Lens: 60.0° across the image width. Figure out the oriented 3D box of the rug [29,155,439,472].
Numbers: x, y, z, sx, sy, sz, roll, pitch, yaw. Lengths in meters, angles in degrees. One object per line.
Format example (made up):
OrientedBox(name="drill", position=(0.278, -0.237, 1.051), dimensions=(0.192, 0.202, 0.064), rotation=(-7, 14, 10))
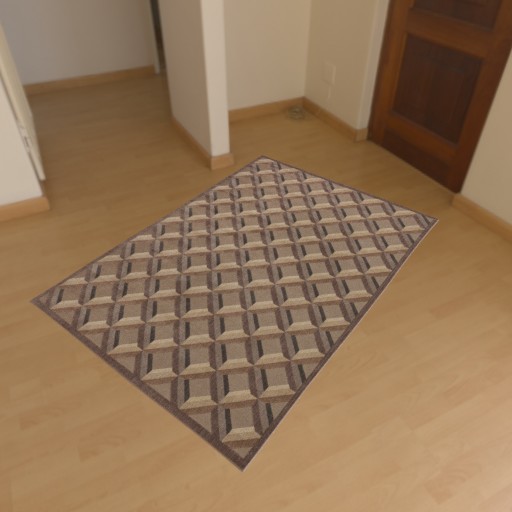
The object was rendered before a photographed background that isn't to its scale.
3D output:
OrientedBox(name="rug", position=(0.000, 0.000, 2.884), dimensions=(1.600, 0.013, 2.260), rotation=(26, 47, 28))
